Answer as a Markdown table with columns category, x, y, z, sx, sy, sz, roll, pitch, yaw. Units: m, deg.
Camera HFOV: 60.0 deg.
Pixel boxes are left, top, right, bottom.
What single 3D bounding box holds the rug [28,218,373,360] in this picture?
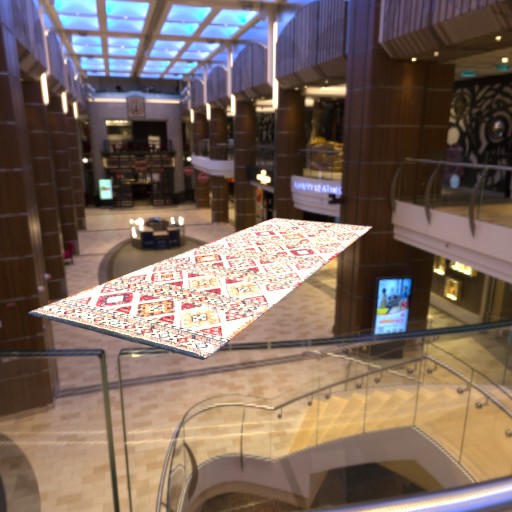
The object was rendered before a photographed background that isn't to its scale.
| category | x | y | z | sx | sy | sz | roll | pitch | yaw |
| --- | --- | --- | --- | --- | --- | --- | --- | --- | --- |
| rug | 0.000 | 0.000 | 2.574 | 0.832 | 0.008 | 2.362 | 7 | 17 | 26 |
